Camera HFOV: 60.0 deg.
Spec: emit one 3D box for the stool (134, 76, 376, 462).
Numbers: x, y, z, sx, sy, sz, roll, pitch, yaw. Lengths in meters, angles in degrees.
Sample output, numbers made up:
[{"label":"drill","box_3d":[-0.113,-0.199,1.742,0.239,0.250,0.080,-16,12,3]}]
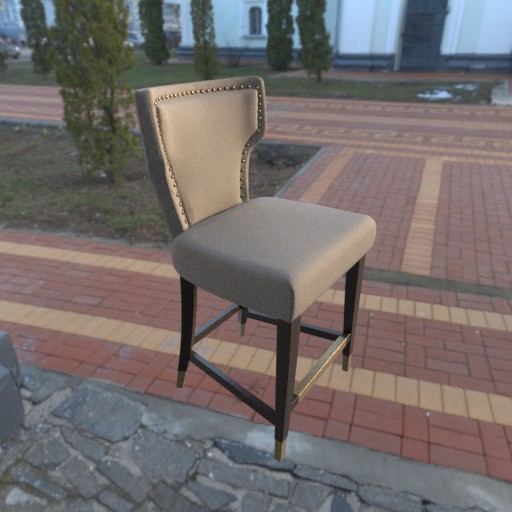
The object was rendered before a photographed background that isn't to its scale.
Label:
[{"label":"stool","box_3d":[0.000,0.000,1.358,0.563,0.982,0.527,17,31,31]}]
